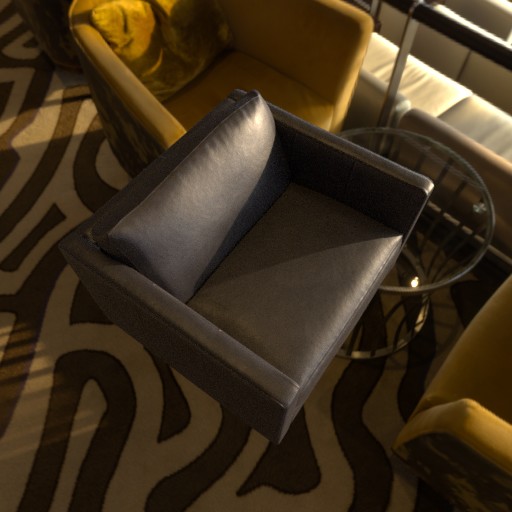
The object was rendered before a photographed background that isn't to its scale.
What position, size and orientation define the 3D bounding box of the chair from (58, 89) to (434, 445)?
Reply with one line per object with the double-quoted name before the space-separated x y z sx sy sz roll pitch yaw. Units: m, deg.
"chair" 0.000 0.000 1.644 0.862 0.811 0.939 31 63 18
